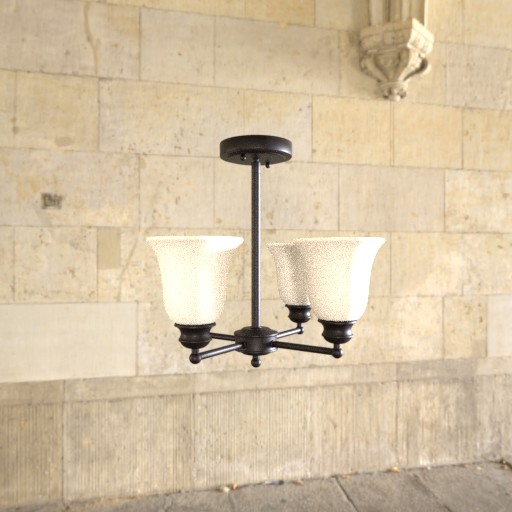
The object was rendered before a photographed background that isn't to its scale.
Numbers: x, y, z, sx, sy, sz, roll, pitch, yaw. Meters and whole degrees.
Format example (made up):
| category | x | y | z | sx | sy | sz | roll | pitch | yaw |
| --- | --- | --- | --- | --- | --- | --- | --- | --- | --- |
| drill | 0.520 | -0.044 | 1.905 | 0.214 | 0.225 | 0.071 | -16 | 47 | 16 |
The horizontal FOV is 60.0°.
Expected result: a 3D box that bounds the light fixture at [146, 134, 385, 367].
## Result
| category | x | y | z | sx | sy | sz | roll | pitch | yaw |
| --- | --- | --- | --- | --- | --- | --- | --- | --- | --- |
| light fixture | 0.000 | 0.000 | 1.841 | 1.069 | 0.925 | 1.069 | 0 | 0 | 35 |
